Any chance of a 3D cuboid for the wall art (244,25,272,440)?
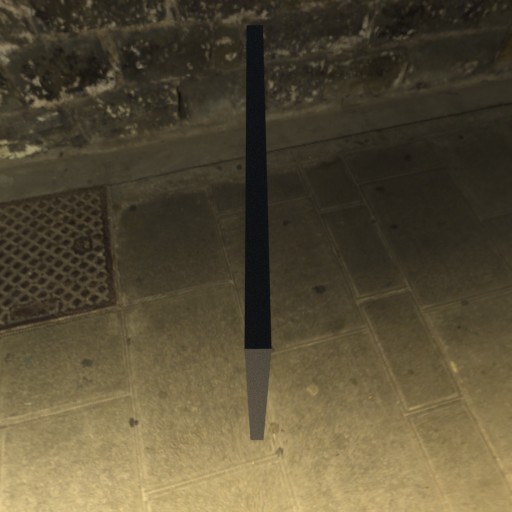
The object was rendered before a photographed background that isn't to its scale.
[{"bbox_3d":[0.000,0.000,1.133,0.038,0.763,0.763,0,59,0],"label":"wall art"}]
